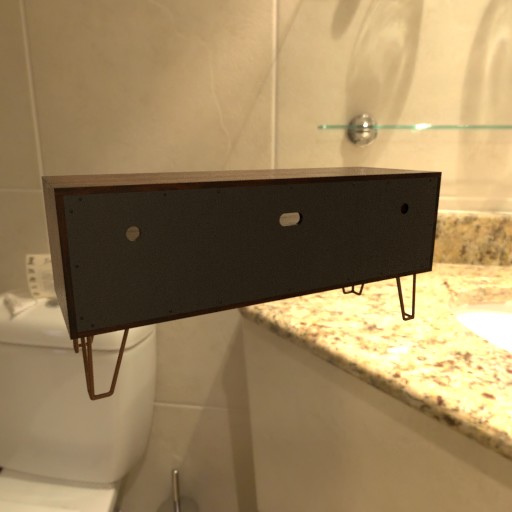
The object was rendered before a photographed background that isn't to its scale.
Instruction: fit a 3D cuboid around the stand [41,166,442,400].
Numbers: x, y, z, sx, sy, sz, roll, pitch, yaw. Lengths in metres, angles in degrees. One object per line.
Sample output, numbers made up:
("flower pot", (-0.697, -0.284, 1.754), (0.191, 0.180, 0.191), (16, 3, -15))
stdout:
("stand", (0.000, 0.000, 1.668), (1.372, 0.610, 0.481), (-8, 16, -28))
